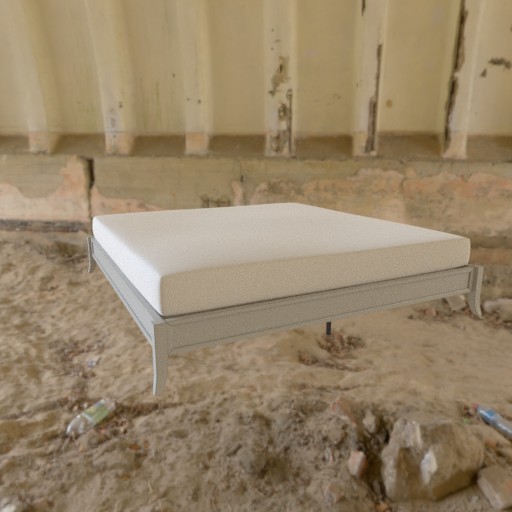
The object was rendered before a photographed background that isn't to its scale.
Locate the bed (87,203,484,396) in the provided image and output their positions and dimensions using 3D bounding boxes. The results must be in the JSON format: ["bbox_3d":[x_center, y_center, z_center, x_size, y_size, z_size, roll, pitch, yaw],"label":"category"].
[{"bbox_3d":[0.000,0.000,3.103,2.007,0.510,2.108,-7,15,-26],"label":"bed"}]
